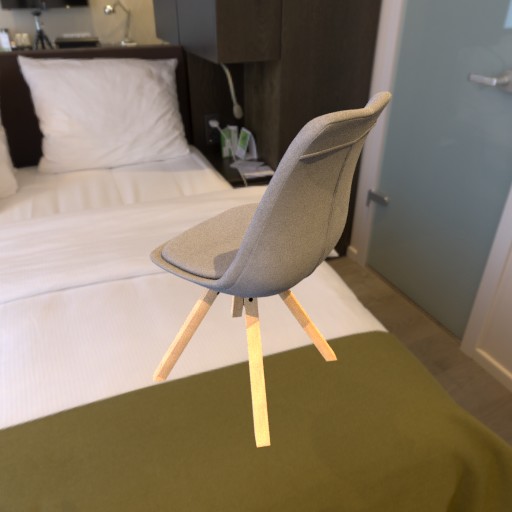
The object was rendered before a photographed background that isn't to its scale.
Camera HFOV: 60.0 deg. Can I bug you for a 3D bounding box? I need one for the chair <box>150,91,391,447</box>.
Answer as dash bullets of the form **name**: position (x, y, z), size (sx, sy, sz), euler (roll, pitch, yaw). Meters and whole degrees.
- **chair**: position (0.000, 0.000, 1.190), size (0.549, 0.863, 0.474), euler (21, 37, 31)
